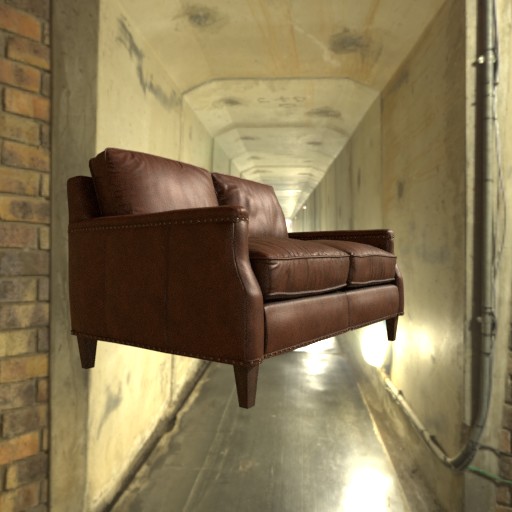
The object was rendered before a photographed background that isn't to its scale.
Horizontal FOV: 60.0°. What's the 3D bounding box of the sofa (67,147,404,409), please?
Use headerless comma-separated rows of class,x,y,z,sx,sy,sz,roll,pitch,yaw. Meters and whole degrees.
sofa,0.000,0.000,2.326,1.083,1.003,1.628,0,0,36
